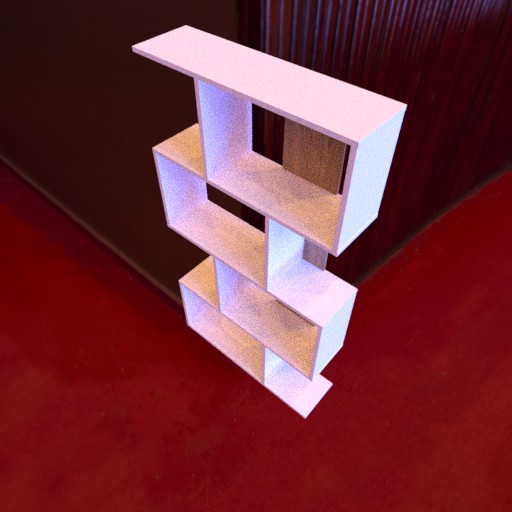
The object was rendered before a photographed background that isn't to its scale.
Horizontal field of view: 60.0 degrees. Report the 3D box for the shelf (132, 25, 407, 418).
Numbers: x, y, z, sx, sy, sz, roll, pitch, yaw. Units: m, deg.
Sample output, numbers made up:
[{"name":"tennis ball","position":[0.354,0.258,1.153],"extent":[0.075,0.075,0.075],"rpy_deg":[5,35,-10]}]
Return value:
[{"name":"shelf","position":[0.000,0.000,1.962],"extent":[0.890,1.650,0.250],"rpy_deg":[32,55,27]}]
